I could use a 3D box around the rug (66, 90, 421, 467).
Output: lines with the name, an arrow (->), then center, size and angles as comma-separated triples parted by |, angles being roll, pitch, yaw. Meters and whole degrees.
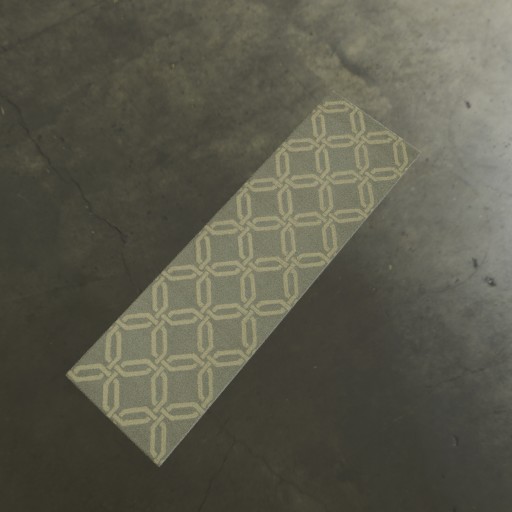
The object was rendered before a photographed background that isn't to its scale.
rug -> 0.000, 0.000, 2.487 | 0.678, 0.014, 2.276 | 39, 78, 10
